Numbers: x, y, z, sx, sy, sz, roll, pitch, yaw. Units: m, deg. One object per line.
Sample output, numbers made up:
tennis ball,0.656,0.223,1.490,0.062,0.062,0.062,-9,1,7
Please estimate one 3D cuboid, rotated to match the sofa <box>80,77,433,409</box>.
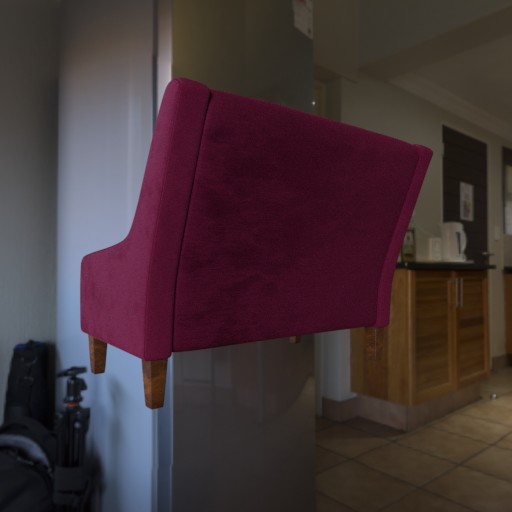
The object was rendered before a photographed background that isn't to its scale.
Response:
sofa,0.000,0.000,1.915,1.242,0.976,0.946,1,-1,-38
